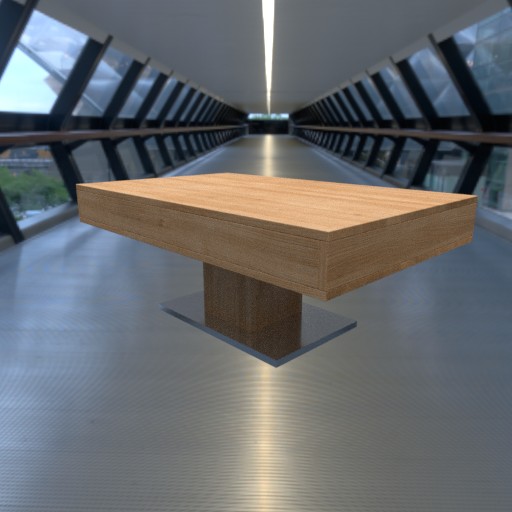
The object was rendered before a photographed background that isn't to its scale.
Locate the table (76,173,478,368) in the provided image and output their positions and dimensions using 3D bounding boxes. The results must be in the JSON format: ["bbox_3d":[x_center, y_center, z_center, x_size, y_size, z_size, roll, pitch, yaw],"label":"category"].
[{"bbox_3d":[0.000,0.000,1.469,0.700,0.440,1.100,-14,21,-42],"label":"table"}]
